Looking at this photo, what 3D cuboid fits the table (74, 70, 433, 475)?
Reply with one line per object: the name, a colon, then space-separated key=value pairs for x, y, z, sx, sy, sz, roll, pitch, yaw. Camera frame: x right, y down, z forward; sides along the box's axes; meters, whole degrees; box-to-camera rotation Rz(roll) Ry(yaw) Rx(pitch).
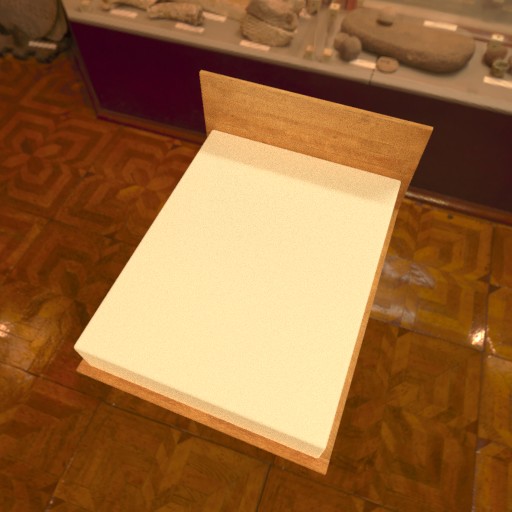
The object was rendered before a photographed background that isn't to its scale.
table: x=0.000 y=0.000 z=3.024 sx=1.707 sy=1.041 sz=2.149 roll=18 pitch=59 yaw=11
